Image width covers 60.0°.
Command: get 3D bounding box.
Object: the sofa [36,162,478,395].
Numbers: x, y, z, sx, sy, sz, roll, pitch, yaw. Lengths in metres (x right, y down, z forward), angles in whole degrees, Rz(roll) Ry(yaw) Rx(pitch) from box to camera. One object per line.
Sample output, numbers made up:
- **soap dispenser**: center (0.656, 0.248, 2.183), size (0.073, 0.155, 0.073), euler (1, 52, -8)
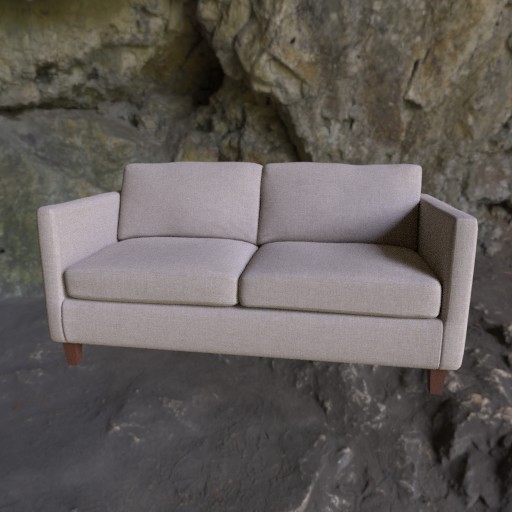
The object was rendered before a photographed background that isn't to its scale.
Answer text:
- **sofa**: center (0.000, 0.000, 2.314), size (1.884, 0.947, 0.951), euler (2, 14, 9)
